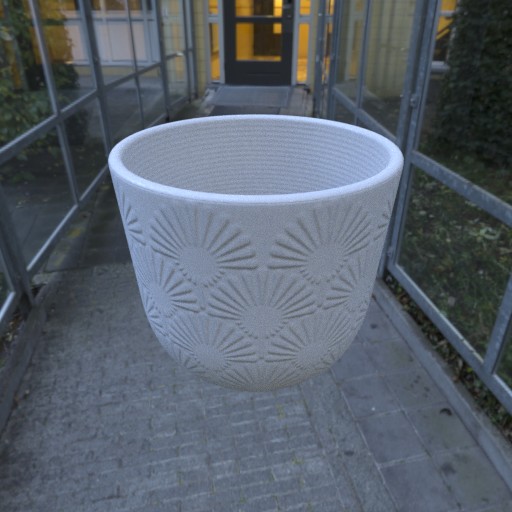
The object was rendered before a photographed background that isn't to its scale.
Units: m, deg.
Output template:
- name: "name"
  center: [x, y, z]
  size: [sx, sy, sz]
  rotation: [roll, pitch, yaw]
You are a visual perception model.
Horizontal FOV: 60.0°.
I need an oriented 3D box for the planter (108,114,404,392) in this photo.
- name: "planter"
  center: [0.000, 0.000, 0.301]
  size: [0.170, 0.152, 0.170]
  rotation: [0, 30, 0]
